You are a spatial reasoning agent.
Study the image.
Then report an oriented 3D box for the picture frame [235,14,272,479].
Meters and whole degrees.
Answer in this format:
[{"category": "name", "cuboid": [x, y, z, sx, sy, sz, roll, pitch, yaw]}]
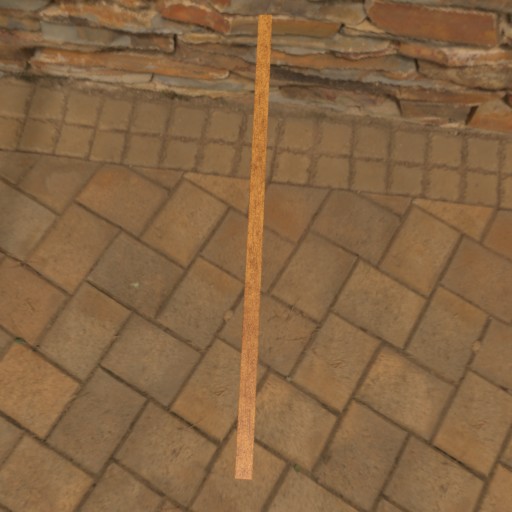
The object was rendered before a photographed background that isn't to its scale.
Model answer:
[{"category": "picture frame", "cuboid": [0.000, 0.000, 1.147, 0.029, 0.621, 0.922, 2, 76, 1]}]
